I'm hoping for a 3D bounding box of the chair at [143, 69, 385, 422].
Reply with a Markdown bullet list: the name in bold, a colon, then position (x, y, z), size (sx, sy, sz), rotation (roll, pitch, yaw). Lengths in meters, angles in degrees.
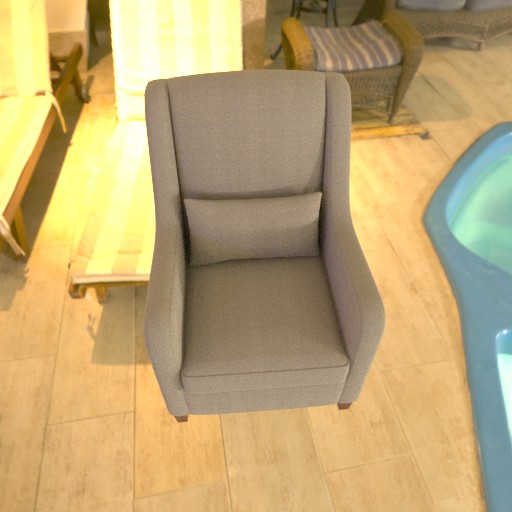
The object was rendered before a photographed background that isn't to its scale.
- **chair**: position (0.000, 0.000, 1.636), size (0.715, 1.017, 0.890), rotation (-3, 48, -3)
